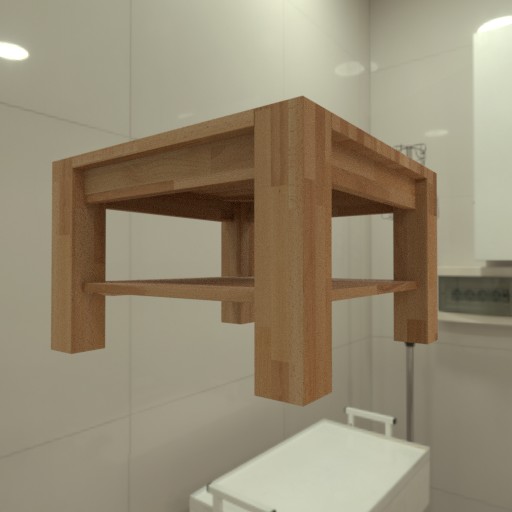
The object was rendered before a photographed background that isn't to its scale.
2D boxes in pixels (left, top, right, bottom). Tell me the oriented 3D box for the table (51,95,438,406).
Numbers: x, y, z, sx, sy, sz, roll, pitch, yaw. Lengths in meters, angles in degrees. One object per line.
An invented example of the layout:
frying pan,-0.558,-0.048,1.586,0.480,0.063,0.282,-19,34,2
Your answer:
table,0.000,0.000,1.130,0.700,0.451,0.700,-1,-1,37
